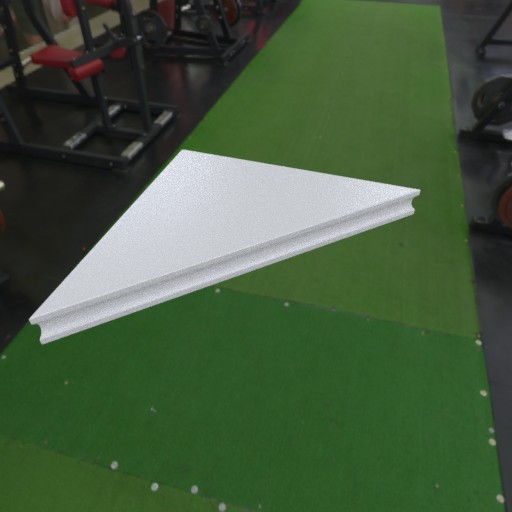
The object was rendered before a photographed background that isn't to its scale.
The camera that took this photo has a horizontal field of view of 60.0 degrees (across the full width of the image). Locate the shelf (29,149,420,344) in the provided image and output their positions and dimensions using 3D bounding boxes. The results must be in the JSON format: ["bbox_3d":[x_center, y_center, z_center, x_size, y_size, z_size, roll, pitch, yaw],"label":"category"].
[{"bbox_3d":[0.000,0.000,0.442,0.296,0.035,0.296,12,43,13],"label":"shelf"}]
